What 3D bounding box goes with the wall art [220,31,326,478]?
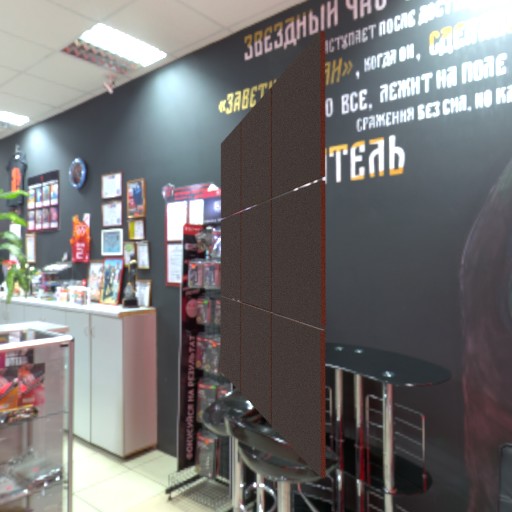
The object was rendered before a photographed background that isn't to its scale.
[{"bbox_3d":[0.000,0.000,2.237,0.017,1.521,1.527,0,-1,-17],"label":"wall art"}]
